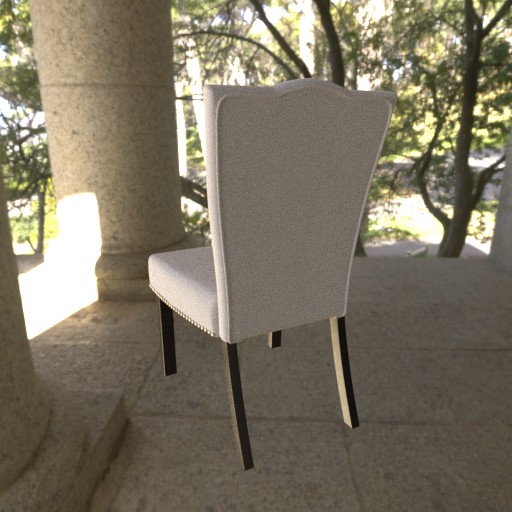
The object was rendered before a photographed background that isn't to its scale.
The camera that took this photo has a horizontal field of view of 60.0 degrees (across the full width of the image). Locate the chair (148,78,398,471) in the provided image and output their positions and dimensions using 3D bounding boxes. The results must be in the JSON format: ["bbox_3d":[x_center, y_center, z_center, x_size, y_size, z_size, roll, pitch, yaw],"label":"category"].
[{"bbox_3d":[0.000,0.000,1.317,0.518,0.946,0.589,-9,19,-26],"label":"chair"}]
